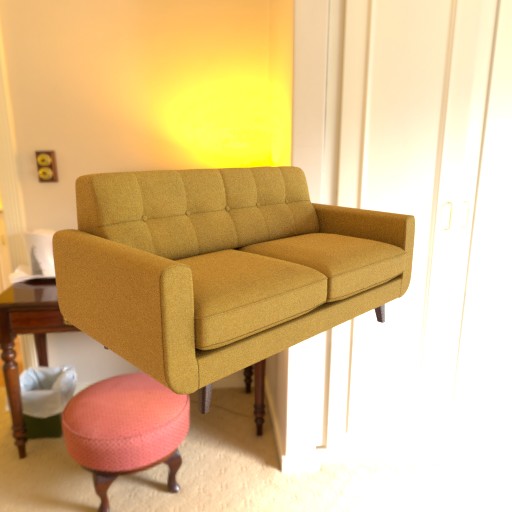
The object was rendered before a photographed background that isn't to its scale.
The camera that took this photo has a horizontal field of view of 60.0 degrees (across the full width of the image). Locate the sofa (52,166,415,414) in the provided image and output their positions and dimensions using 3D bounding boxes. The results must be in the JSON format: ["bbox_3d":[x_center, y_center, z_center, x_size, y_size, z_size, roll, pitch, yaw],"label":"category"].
[{"bbox_3d":[0.000,0.000,2.203,1.631,0.841,0.909,-13,18,-43],"label":"sofa"}]
